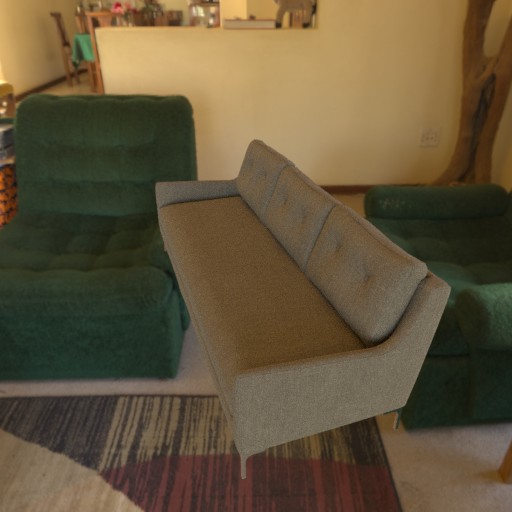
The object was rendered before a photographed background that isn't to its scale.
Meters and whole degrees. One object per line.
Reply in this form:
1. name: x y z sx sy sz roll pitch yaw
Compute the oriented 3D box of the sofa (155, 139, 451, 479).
1. sofa: 0.000 0.000 2.522 0.849 0.837 2.060 -10 31 -16
